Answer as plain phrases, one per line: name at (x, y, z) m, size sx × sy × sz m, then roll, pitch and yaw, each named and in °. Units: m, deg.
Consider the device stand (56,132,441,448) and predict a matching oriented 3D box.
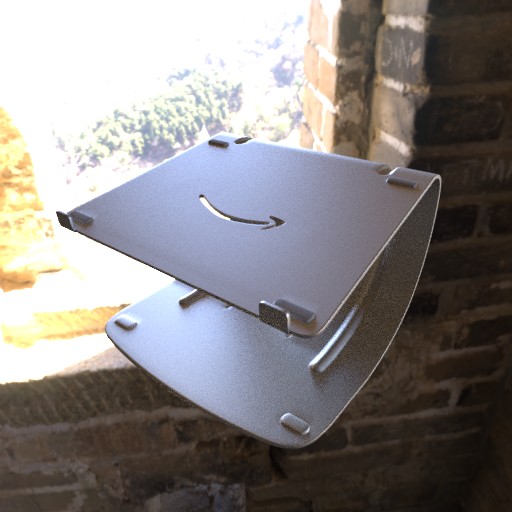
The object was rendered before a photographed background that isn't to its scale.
device stand at (0.000, 0.000, 0.404) m, size 0.256 × 0.155 × 0.236 m, roll 21°, pitch 35°, yaw 33°
